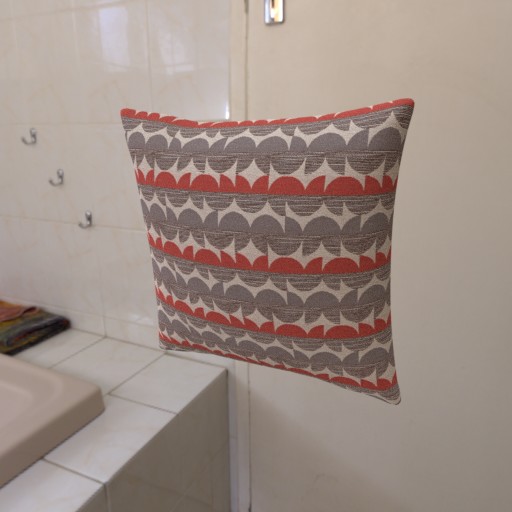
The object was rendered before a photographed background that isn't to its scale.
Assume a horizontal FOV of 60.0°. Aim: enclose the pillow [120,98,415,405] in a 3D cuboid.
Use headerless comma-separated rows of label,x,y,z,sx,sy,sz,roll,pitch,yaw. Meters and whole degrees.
pillow,0.000,0.000,0.633,0.420,0.410,0.180,7,17,26
